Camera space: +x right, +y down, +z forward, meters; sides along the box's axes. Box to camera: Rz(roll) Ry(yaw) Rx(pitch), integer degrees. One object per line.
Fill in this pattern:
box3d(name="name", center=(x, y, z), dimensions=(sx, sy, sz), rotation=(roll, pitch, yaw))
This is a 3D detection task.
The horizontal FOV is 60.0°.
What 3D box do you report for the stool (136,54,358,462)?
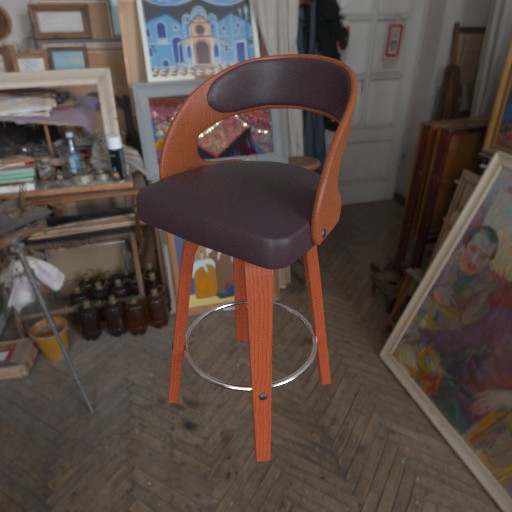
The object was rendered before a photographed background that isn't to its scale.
box3d(name="stool", center=(0.000, 0.000, 1.172), dimensions=(0.457, 0.940, 0.457), rotation=(20, 36, 31))
